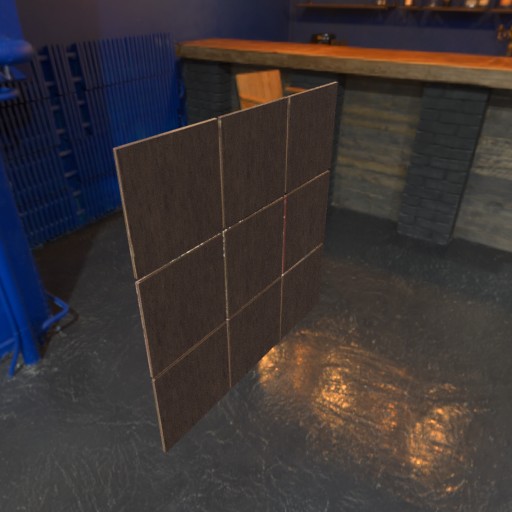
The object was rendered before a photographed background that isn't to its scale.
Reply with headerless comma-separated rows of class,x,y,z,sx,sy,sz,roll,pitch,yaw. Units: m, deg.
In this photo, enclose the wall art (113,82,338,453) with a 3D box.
wall art,0.000,0.000,1.854,0.013,1.213,1.215,20,36,30
